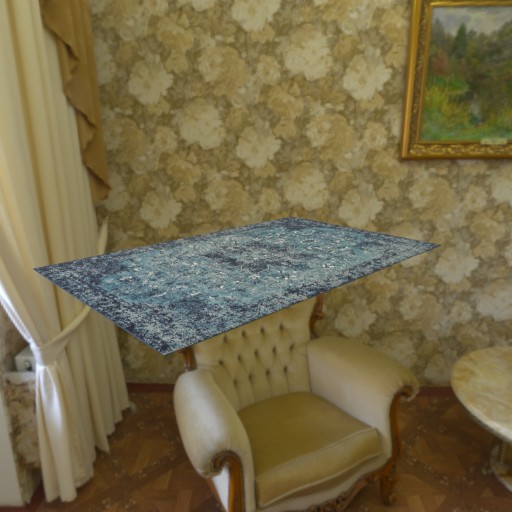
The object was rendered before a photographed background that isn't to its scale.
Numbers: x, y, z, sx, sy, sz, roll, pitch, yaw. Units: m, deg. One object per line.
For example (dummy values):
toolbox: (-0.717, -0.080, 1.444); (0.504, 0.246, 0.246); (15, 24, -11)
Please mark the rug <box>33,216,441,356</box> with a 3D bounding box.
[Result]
rug: (0.000, 0.000, 3.072); (2.440, 0.007, 1.525); (-15, 22, -41)
